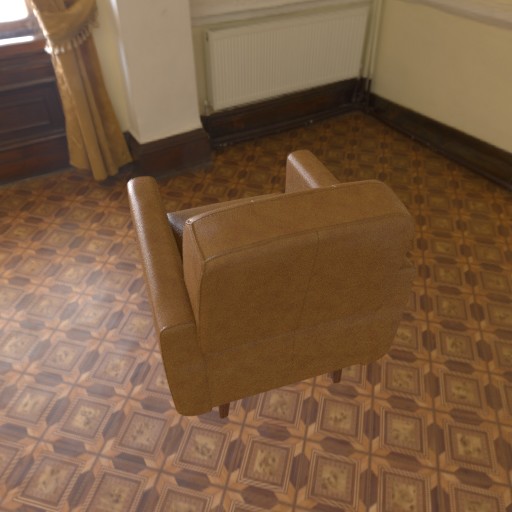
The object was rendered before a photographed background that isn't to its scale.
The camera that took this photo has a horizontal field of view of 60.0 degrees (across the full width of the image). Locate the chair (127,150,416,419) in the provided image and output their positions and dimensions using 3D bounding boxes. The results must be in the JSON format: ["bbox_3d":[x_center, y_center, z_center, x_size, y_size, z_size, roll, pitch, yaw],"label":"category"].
[{"bbox_3d":[0.000,0.000,1.698,0.845,0.968,0.942,-13,43,-14],"label":"chair"}]
